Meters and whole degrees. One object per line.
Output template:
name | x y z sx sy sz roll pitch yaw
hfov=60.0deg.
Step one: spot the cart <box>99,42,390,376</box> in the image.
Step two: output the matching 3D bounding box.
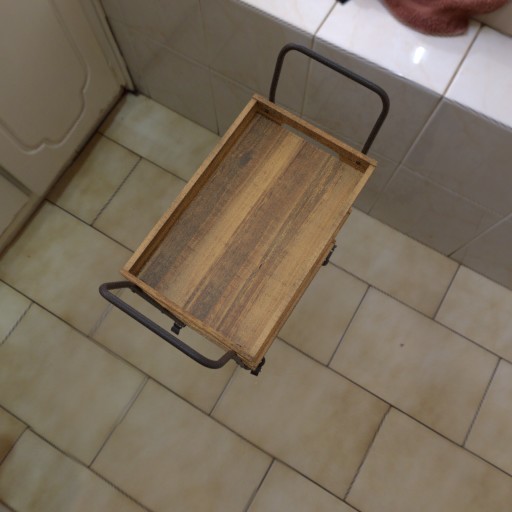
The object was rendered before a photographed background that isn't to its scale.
cart | 0.000 0.000 1.160 0.339 0.857 0.583 32 77 9
